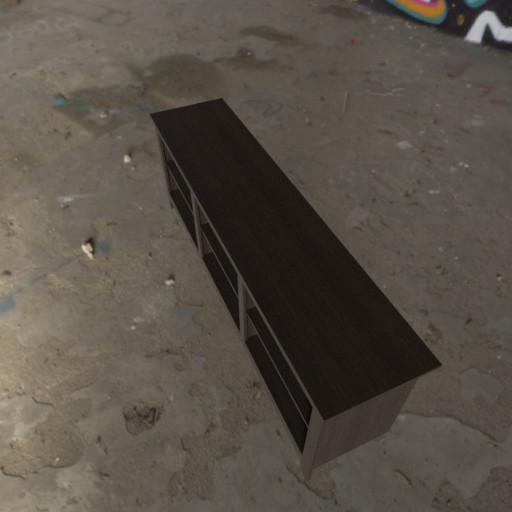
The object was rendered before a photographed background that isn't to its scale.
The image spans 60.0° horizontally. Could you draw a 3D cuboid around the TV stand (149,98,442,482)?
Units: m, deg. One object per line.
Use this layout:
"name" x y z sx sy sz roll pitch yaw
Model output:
"TV stand" 0.000 0.000 2.032 0.406 0.610 1.778 -19 50 -16
